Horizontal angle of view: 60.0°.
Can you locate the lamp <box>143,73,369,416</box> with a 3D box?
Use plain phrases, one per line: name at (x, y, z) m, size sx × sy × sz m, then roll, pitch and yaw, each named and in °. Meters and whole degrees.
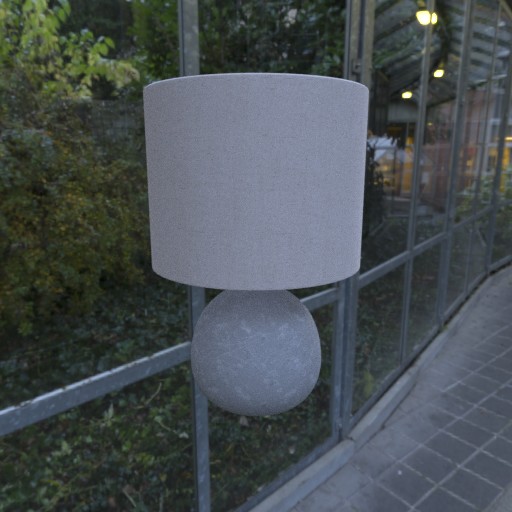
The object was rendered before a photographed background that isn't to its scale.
lamp at (0.000, 0.000, 0.587) m, size 0.269 × 0.409 × 0.269 m, roll -6°, pitch 14°, yaw -25°
